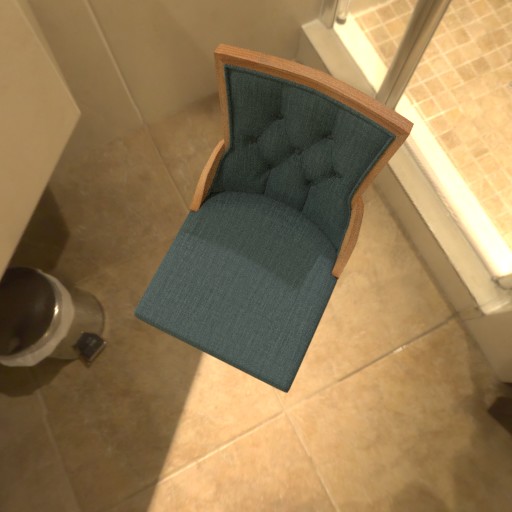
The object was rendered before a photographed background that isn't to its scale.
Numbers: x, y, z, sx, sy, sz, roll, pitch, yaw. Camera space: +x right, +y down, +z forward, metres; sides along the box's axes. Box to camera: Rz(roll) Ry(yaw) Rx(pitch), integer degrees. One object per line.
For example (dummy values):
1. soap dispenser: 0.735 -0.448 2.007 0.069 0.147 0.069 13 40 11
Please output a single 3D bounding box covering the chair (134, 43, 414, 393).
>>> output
1. chair: 0.000 0.000 1.336 0.524 0.947 0.641 25 76 6
